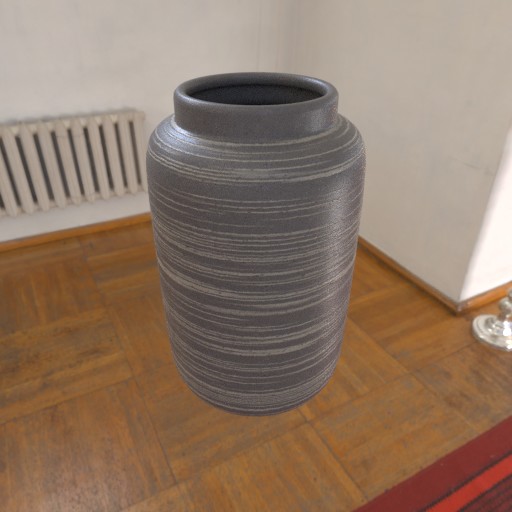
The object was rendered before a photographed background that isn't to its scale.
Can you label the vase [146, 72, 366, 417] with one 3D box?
[{"bbox_3d":[0.000,0.000,0.684,0.297,0.499,0.297,0,33,0],"label":"vase"}]
